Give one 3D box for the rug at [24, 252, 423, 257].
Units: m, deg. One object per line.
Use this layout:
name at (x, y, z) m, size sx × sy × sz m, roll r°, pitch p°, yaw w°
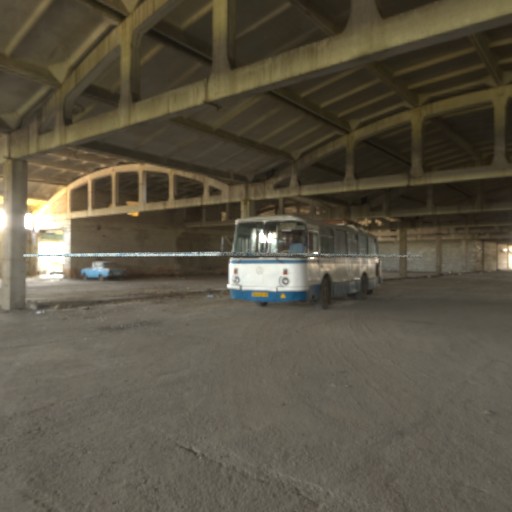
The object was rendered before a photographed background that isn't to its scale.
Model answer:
rug at (0.000, 0.000, 3.061) m, size 1.524 × 0.015 × 2.439 m, roll 0°, pitch 0°, yaw 37°
